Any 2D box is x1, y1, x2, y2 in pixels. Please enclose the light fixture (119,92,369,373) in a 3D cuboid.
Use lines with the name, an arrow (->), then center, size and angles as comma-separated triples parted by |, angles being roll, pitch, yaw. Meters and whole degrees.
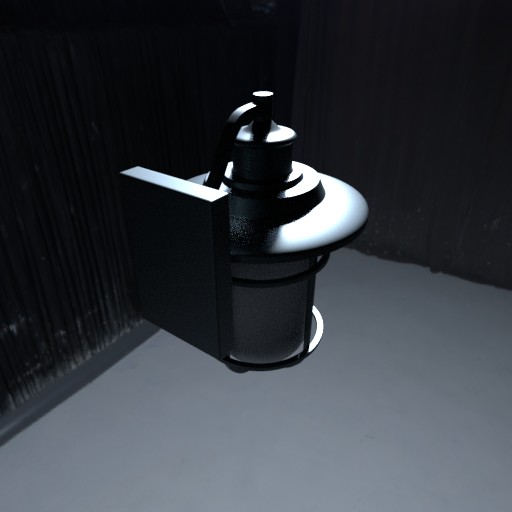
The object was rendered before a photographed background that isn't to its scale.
light fixture -> 0.000, 0.000, 0.498 | 0.222, 0.345, 0.252 | 21, 36, 31
